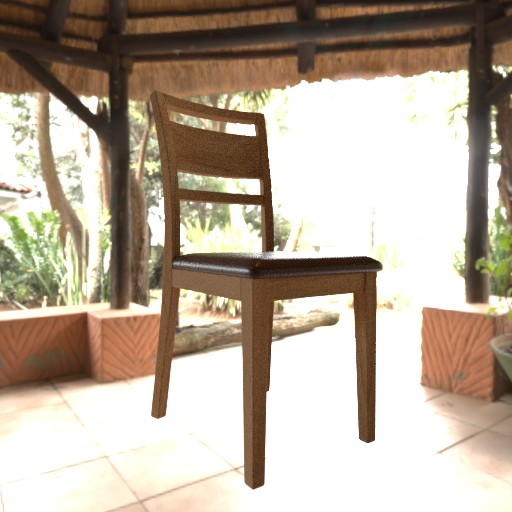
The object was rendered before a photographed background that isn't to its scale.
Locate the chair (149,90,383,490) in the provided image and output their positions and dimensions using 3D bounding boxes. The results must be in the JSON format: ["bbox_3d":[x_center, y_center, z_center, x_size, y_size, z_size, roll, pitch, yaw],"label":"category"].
[{"bbox_3d":[0.000,0.000,1.210,0.420,0.940,0.545,-1,2,-36],"label":"chair"}]
